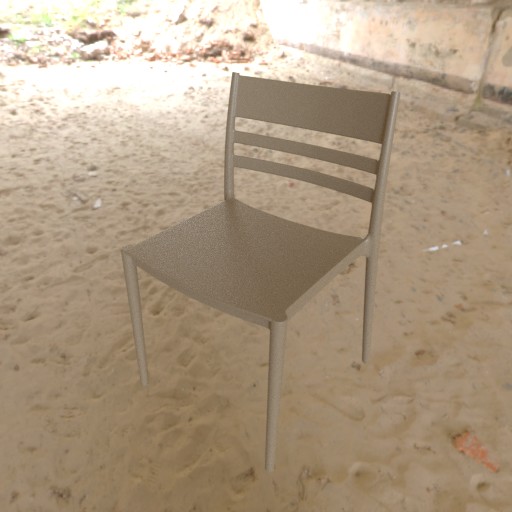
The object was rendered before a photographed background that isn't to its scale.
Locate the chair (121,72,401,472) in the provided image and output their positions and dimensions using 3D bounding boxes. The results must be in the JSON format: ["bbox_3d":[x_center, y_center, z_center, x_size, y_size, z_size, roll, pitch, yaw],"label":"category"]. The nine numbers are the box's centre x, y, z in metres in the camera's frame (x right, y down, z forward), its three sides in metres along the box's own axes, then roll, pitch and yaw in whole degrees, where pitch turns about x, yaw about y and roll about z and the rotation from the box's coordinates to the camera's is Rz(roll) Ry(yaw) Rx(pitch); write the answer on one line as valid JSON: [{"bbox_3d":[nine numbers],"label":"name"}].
[{"bbox_3d":[0.000,0.000,1.144,0.531,0.800,0.511,21,37,31],"label":"chair"}]
